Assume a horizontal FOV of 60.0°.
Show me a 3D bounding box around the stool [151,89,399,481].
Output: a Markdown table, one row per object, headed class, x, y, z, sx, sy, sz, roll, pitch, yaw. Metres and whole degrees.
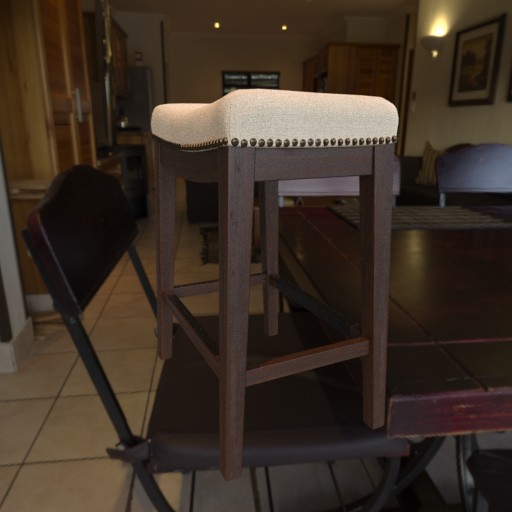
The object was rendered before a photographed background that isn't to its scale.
| class | x | y | z | sx | sy | sz | roll | pitch | yaw |
| --- | --- | --- | --- | --- | --- | --- | --- | --- | --- |
| stool | 0.000 | 0.000 | 0.994 | 0.363 | 0.669 | 0.509 | -8 | 18 | -24 |
